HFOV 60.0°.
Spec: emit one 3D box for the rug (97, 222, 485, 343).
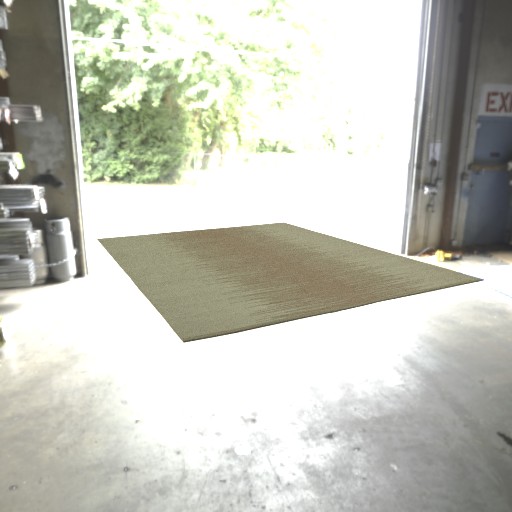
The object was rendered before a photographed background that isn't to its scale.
[{"bbox_3d":[0.000,0.000,4.192,2.438,0.013,3.048,-7,16,-27],"label":"rug"}]
